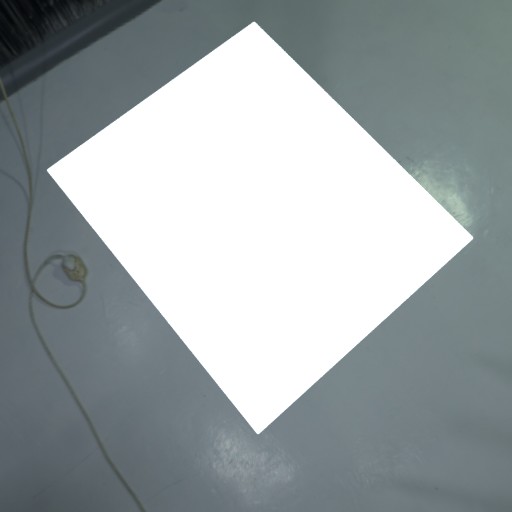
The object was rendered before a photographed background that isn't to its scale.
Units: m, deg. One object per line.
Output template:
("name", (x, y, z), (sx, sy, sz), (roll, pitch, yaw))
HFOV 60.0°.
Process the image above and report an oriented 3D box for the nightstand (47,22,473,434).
("nightstand", (0.000, 0.000, 0.940), (0.402, 0.623, 0.479), (-40, 79, -9))
